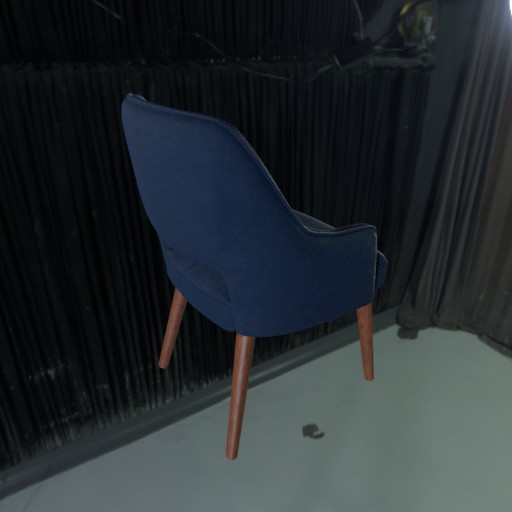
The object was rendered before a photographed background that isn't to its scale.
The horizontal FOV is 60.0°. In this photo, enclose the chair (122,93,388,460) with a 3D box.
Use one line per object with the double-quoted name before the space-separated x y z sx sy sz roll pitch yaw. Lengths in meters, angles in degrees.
"chair" 0.000 0.000 1.203 0.591 0.844 0.559 -18 32 -31
